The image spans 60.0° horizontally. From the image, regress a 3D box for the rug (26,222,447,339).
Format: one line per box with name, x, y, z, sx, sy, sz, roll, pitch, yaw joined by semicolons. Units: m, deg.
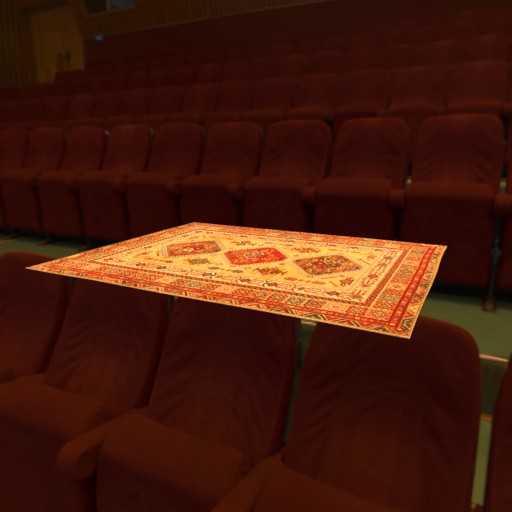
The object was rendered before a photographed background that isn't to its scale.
rug;0.000;0.000;4.069;3.067;0.005;2.460;7;16;26
